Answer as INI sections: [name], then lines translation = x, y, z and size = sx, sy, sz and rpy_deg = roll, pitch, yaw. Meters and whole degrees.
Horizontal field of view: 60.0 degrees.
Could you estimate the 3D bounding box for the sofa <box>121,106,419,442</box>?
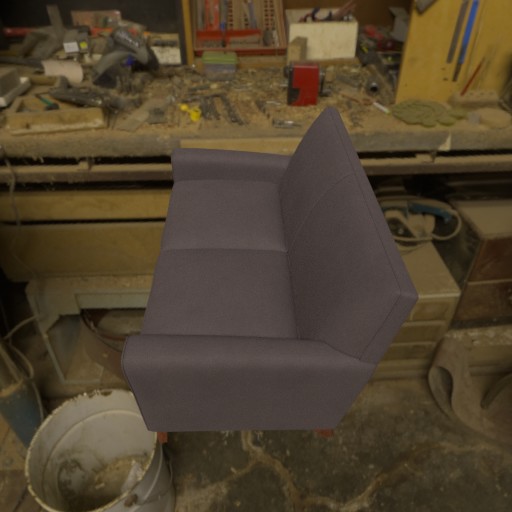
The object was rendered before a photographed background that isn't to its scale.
[sofa]
translation = 0.000, 0.000, 1.994
size = 0.871, 0.846, 1.420
rpy_deg = -1, 40, -1
